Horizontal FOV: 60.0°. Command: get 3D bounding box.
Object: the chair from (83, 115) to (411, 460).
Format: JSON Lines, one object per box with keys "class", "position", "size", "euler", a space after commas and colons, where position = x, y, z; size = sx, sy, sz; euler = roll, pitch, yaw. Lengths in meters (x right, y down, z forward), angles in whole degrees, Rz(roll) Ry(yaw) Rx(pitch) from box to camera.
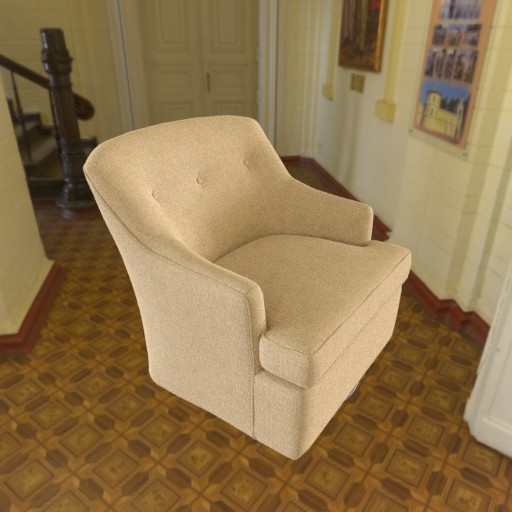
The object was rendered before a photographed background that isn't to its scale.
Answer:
{"class": "chair", "position": [0.000, 0.000, 1.618], "size": [0.923, 0.856, 0.864], "euler": [18, 33, 32]}
